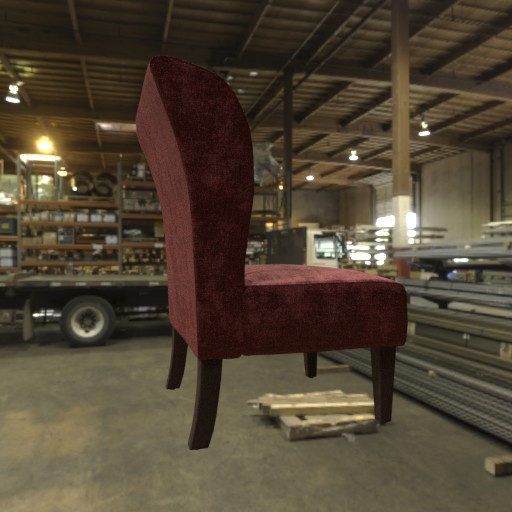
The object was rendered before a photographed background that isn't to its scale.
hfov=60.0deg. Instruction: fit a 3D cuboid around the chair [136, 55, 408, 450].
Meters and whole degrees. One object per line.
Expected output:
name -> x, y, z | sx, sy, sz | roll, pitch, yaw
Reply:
chair -> 0.000, 0.000, 1.247 | 0.640, 0.846, 0.538 | 0, 0, -17
